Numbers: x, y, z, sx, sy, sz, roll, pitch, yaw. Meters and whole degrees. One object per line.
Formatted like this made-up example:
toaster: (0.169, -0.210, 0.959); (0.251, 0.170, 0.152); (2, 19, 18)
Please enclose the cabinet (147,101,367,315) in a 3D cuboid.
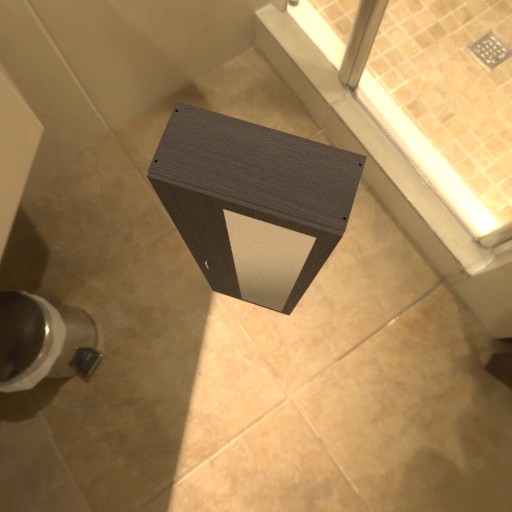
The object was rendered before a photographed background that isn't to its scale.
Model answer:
cabinet: (0.000, 0.000, 1.954); (0.500, 1.790, 0.230); (18, 77, 4)
